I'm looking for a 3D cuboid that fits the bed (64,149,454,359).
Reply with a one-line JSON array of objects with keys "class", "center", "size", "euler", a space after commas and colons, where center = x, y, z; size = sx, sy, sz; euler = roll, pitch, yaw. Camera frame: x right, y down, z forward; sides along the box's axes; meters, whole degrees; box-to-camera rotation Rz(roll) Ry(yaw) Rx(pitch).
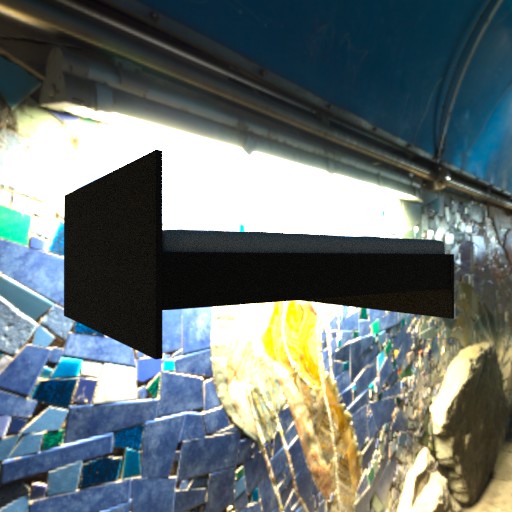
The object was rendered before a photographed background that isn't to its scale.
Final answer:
[{"class": "bed", "center": [0.000, 0.000, 2.962], "size": [2.073, 0.823, 1.585], "euler": [0, 0, -35]}]
